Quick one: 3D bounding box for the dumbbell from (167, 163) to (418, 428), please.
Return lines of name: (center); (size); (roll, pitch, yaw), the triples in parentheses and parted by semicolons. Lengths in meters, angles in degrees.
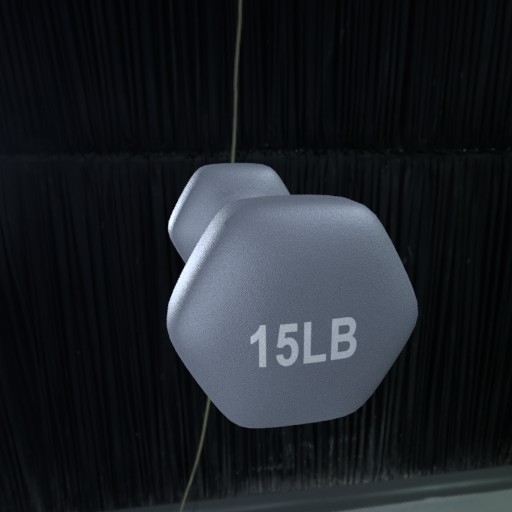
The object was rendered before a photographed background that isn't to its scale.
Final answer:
dumbbell: (0.000, 0.000, 0.292); (0.116, 0.105, 0.240); (-3, 16, -10)
